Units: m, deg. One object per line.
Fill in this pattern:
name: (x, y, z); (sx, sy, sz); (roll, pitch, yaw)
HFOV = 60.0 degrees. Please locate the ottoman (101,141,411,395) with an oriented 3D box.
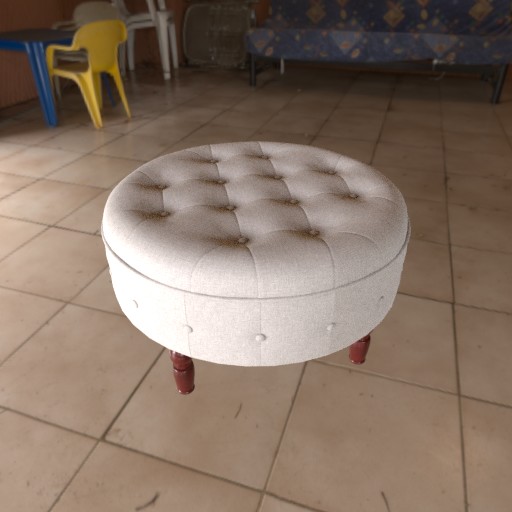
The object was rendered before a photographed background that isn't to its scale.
ottoman: (0.000, 0.000, 1.355); (0.849, 0.478, 0.849); (0, 33, 0)
